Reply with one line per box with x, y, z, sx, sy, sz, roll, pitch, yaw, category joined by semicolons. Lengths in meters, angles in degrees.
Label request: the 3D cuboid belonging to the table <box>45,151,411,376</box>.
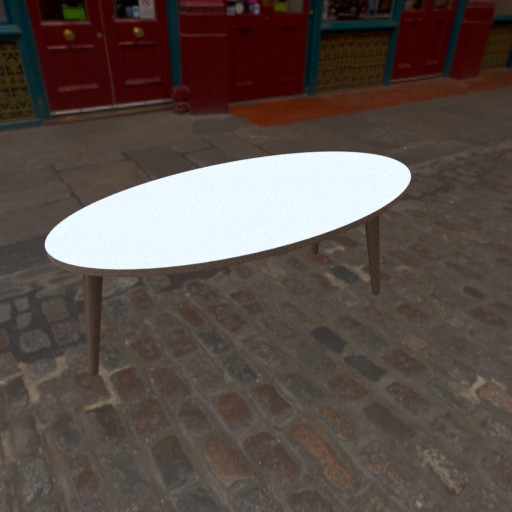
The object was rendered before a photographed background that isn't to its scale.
0.000;0.000;1.311;1.083;0.390;0.542;-19;36;-28;table
